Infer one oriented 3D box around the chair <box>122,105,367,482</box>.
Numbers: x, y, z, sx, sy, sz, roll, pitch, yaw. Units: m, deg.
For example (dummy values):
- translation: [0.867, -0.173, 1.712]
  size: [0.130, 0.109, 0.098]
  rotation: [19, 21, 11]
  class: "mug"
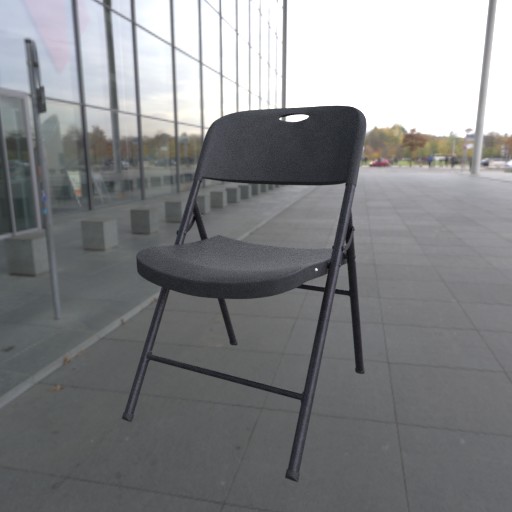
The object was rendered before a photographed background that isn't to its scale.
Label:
- translation: [0.000, 0.000, 1.187]
  size: [0.494, 0.810, 0.567]
  rotation: [7, 14, 27]
  class: "chair"
